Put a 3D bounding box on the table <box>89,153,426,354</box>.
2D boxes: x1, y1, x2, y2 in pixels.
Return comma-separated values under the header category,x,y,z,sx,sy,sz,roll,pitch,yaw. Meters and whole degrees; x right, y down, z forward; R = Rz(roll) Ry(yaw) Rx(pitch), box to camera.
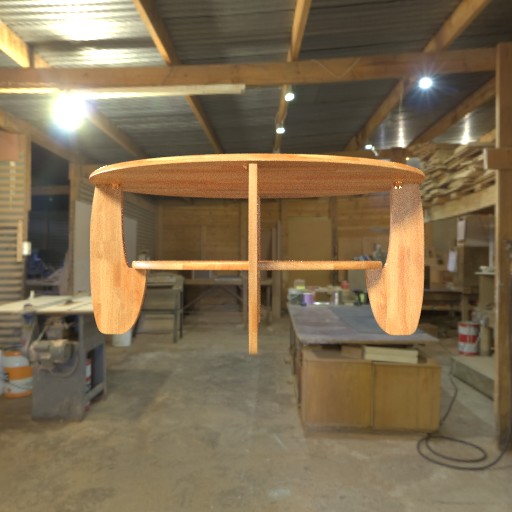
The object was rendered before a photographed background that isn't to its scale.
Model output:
category,x,y,z,sx,sy,sz,roll,pitch,yaw
table,0.000,0.000,1.390,1.040,0.490,0.690,0,0,1
